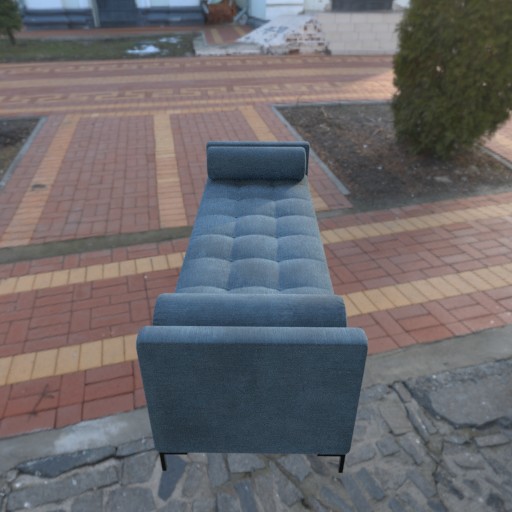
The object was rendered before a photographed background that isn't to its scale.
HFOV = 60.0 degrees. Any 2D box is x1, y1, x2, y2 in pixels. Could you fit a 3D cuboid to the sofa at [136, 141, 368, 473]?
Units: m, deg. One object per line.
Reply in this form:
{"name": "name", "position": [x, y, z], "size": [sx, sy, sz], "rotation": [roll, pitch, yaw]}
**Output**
{"name": "sofa", "position": [0.000, 0.000, 2.277], "size": [0.686, 0.635, 1.981], "rotation": [0, 31, 1]}
